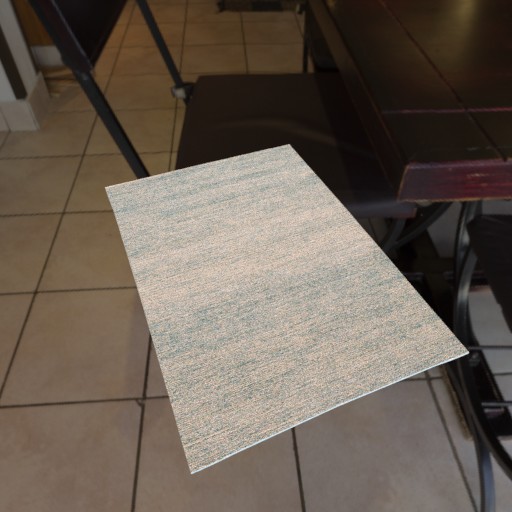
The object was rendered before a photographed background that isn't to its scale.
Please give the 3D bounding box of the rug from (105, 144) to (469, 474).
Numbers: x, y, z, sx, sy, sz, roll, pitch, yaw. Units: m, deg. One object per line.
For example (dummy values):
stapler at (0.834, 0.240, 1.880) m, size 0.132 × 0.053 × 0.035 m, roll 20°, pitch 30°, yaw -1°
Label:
rug at (0.000, 0.000, 2.968) m, size 1.613 × 0.030 × 2.306 m, roll -17°, pitch 49°, yaw -15°
